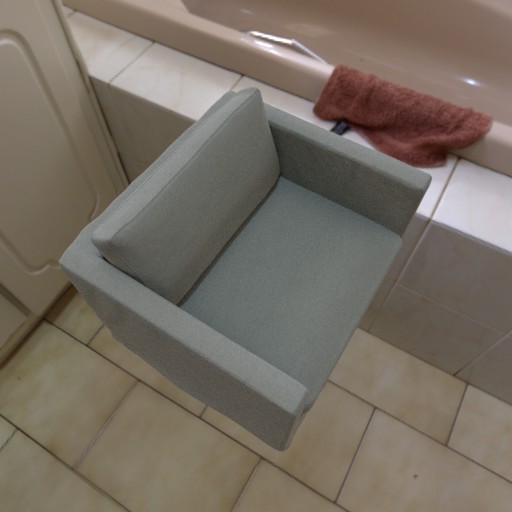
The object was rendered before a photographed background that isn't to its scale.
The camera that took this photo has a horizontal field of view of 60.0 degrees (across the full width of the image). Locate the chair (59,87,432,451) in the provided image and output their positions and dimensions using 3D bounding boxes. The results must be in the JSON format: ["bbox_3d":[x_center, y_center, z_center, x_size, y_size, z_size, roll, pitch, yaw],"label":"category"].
[{"bbox_3d":[0.000,0.000,1.777,0.949,0.863,1.057,29,63,16],"label":"chair"}]
